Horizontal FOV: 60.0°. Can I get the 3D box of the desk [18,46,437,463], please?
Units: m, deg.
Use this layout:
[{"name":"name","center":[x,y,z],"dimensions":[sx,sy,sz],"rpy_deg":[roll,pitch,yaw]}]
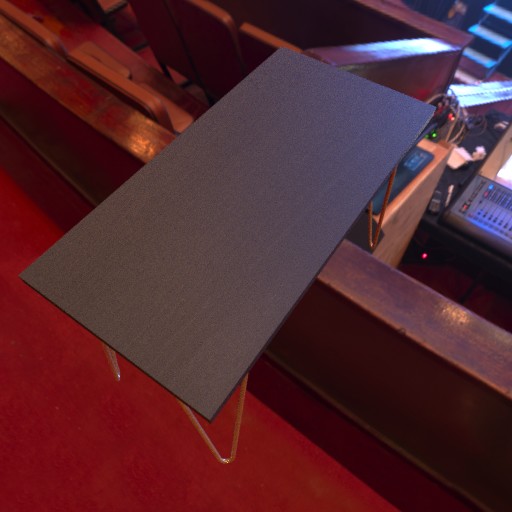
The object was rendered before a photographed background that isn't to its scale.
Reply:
[{"name":"desk","center":[0.000,0.000,1.328],"dimensions":[0.499,0.660,0.991],"rpy_deg":[30,62,18]}]
